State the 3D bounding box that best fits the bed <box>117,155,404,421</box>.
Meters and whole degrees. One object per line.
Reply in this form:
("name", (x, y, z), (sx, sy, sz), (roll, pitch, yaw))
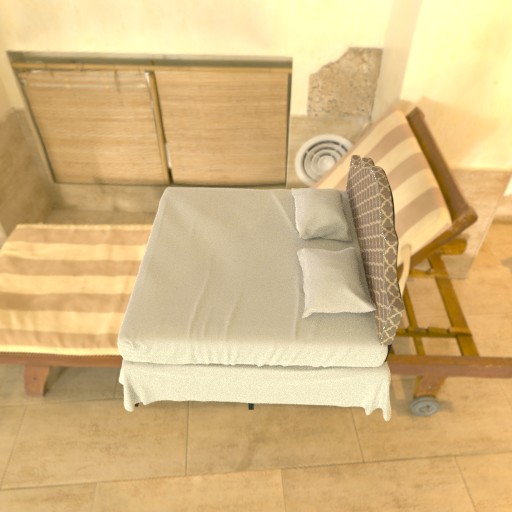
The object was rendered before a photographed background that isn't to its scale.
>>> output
("bed", (0.000, 0.000, 3.863), (2.222, 1.601, 2.314), (1, 42, 1))
